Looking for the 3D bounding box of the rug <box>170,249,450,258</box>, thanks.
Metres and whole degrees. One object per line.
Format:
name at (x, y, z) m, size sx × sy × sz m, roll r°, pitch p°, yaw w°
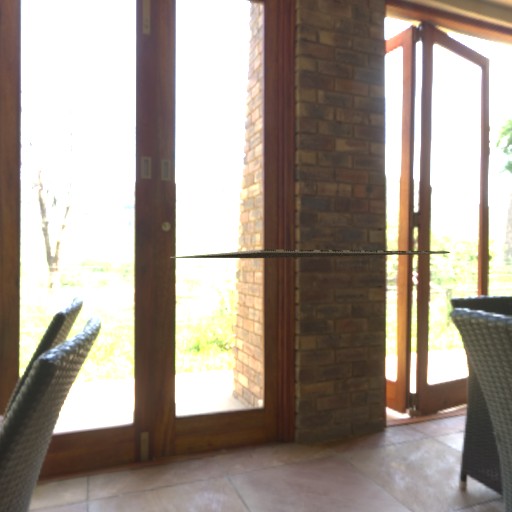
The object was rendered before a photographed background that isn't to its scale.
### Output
rug at (0.000, 0.000, 2.700) m, size 0.750 × 0.009 × 2.435 m, roll 0°, pitch -1°, yaw -18°
